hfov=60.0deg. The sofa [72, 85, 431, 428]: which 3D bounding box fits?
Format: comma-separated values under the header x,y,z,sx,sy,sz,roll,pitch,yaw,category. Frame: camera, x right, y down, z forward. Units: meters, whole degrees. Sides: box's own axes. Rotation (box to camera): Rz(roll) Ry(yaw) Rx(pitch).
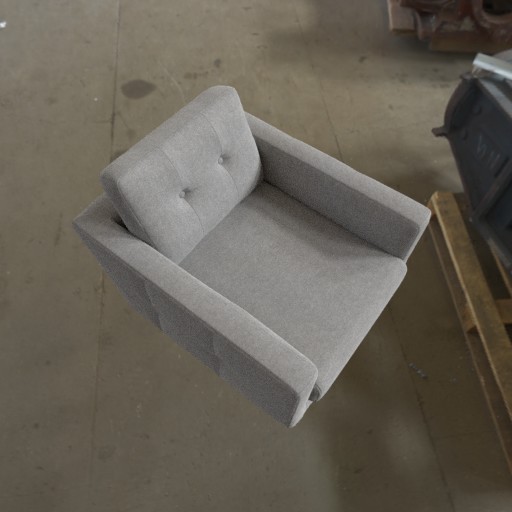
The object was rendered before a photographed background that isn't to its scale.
x,y,z,sx,sy,sz,roll,pitch,yaw,category
0.000,0.000,1.578,0.920,0.860,0.770,33,64,19,sofa
